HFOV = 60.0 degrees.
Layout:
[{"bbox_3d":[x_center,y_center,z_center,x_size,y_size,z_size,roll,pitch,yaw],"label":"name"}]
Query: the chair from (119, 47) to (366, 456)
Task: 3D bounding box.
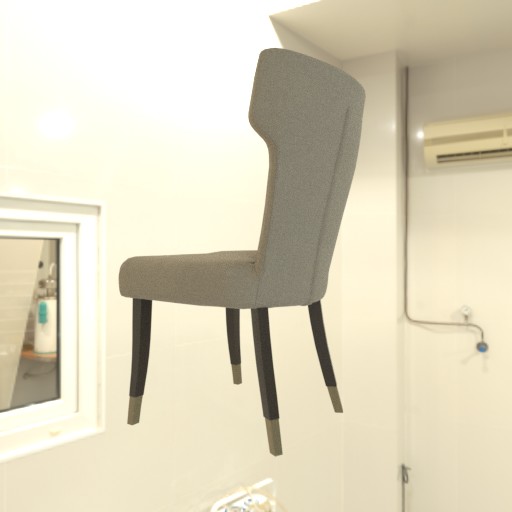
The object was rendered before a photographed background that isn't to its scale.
[{"bbox_3d":[0.000,0.000,1.317,0.630,0.955,0.526,0,-1,35],"label":"chair"}]
